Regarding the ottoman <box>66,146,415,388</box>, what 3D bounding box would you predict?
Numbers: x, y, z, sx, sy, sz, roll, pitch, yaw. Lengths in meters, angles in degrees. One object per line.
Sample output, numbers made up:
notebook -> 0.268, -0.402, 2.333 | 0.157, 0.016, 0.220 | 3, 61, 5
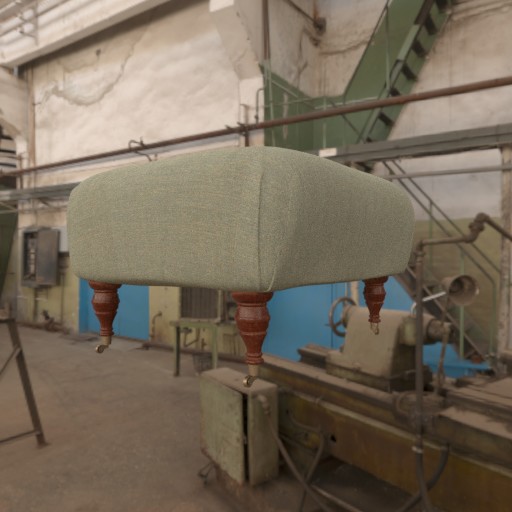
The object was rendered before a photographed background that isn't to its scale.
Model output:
ottoman -> 0.000, 0.000, 1.140 | 0.622, 0.450, 0.747 | 0, 1, 36
